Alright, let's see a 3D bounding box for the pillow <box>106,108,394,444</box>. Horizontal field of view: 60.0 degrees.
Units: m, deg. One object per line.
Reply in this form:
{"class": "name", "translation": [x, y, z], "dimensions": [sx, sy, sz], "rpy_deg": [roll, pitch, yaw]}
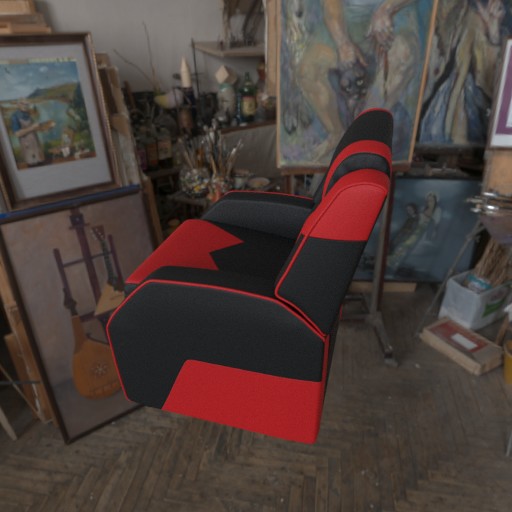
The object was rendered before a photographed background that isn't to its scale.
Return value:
{"class": "pillow", "translation": [0.000, 0.000, 1.299], "dimensions": [0.672, 0.805, 0.620], "rpy_deg": [8, 30, 14]}
